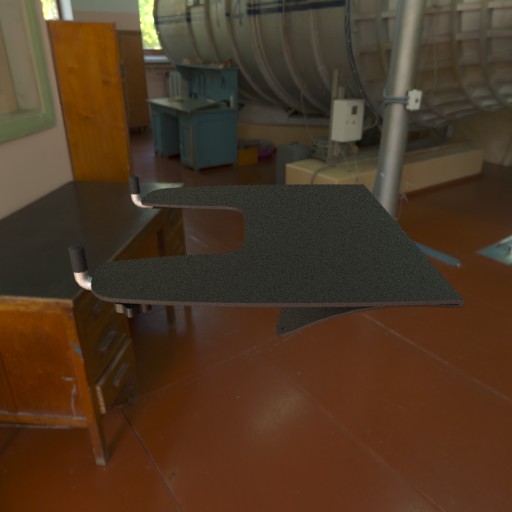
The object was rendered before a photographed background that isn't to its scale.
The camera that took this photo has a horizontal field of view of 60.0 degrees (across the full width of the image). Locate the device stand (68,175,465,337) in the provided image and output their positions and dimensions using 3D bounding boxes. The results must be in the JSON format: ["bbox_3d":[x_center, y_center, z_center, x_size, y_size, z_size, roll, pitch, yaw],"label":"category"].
[{"bbox_3d":[0.000,0.000,0.359,0.230,0.092,0.230,-1,26,-1],"label":"device stand"}]
